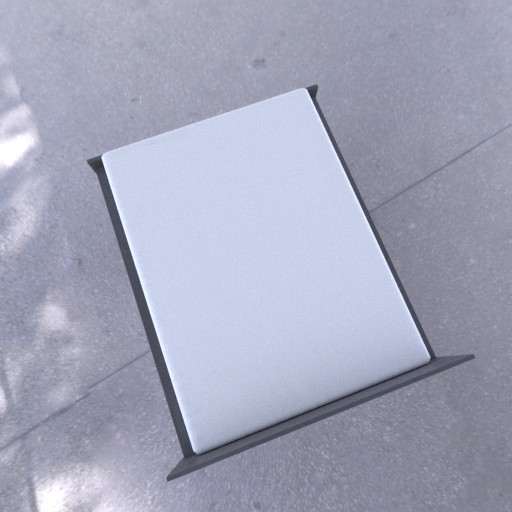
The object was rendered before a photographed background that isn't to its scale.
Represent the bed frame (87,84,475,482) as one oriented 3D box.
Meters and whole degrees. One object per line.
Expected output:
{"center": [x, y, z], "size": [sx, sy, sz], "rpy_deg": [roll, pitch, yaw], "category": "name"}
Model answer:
{"center": [0.000, 0.000, 2.773], "size": [1.622, 0.800, 1.960], "rpy_deg": [-20, 76, -5], "category": "bed frame"}
